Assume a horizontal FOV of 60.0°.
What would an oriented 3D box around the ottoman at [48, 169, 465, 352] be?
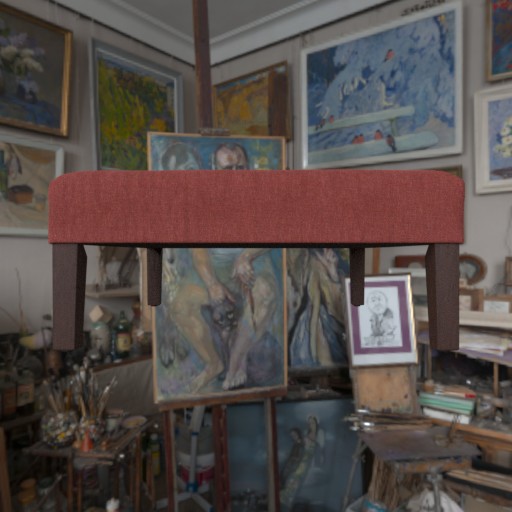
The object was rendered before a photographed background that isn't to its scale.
[{"bbox_3d":[0.000,0.000,1.379,0.889,0.411,0.890,0,0,0],"label":"ottoman"}]
